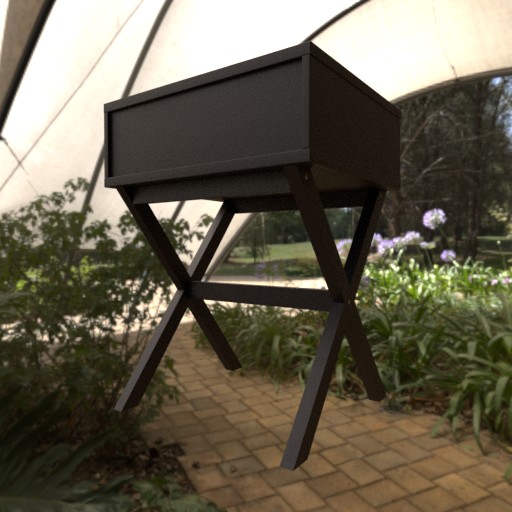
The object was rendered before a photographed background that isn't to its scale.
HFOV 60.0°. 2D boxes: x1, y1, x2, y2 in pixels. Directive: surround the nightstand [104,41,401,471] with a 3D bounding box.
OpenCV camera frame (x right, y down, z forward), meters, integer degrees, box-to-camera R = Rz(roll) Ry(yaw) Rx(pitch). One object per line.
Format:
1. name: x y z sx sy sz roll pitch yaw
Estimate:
1. nightstand: 0.000 0.000 0.935 0.479 0.623 0.402 1 2 36
